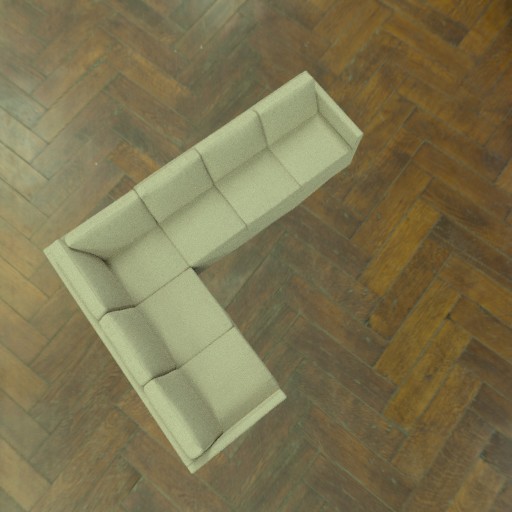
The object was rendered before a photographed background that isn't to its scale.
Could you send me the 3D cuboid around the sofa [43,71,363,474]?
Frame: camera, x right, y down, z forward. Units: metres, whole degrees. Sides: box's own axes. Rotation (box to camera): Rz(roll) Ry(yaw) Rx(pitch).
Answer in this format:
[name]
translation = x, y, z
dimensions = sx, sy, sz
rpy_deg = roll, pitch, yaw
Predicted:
[sofa]
translation = 0.000, 0.000, 4.359
dimensions = 3.182, 0.871, 2.432
rpy_deg = -37, 79, -9
